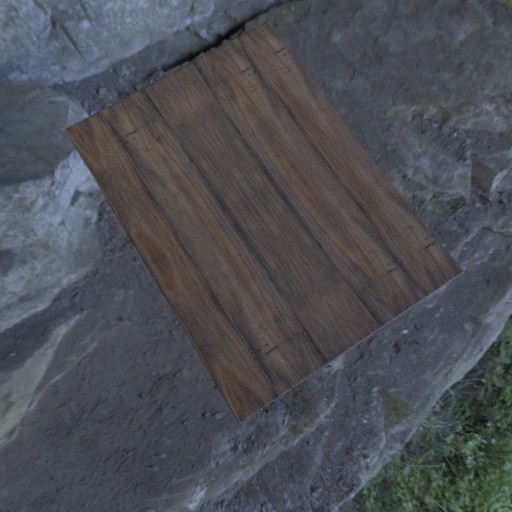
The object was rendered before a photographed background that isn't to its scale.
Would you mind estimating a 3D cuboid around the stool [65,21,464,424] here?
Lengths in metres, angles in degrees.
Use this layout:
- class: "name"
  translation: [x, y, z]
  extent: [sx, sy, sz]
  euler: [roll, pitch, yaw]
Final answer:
- class: "stool"
  translation: [0.000, 0.000, 0.906]
  extent: [0.405, 0.625, 0.486]
  euler: [-32, 77, -8]
